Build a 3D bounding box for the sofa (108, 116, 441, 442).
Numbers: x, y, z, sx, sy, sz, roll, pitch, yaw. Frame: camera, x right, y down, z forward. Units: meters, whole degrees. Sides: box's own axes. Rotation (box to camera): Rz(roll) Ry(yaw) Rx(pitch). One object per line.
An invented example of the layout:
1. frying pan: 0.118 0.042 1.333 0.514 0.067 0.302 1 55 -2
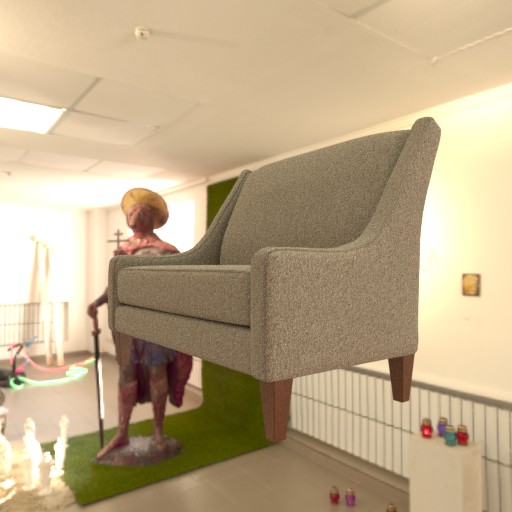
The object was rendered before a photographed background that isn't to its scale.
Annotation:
1. sofa: 0.000 0.000 1.886 0.862 1.026 1.242 1 -2 -37
